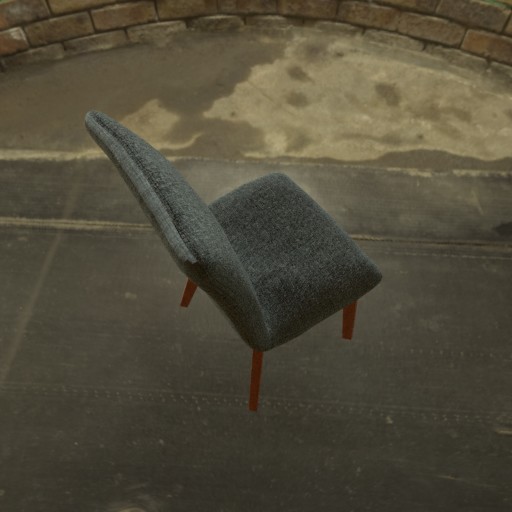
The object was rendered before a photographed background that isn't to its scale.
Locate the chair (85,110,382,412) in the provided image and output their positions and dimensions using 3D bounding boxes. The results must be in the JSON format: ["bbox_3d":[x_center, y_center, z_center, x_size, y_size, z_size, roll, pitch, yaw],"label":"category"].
[{"bbox_3d":[0.000,0.000,1.261,0.563,0.974,0.522,-30,62,-18],"label":"chair"}]
